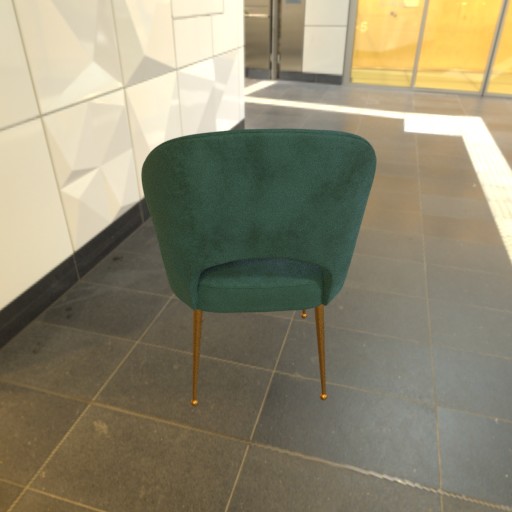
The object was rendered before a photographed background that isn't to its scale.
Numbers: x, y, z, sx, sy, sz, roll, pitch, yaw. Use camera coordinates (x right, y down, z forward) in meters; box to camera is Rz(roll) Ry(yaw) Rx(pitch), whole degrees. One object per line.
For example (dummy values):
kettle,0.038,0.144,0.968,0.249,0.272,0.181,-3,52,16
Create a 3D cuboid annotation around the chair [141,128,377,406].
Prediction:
chair,0.000,0.000,1.246,0.527,0.860,0.577,-2,31,-3
